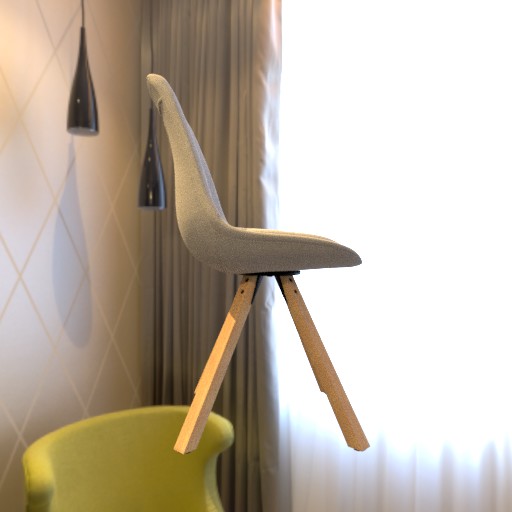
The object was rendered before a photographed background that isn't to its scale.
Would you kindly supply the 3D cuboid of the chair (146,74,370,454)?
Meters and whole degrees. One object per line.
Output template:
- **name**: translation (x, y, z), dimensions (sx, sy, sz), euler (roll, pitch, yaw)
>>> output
- **chair**: translation (0.000, 0.000, 1.179), dimensions (0.549, 0.863, 0.474), euler (0, 1, -1)
